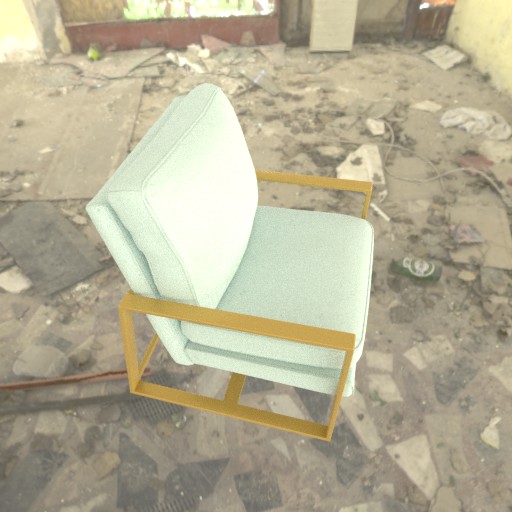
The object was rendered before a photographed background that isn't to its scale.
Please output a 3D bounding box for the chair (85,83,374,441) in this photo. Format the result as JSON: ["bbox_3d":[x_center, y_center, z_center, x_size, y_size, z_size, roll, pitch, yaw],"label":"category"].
[{"bbox_3d":[0.000,0.000,1.553,0.813,0.956,0.758,10,46,10],"label":"chair"}]
